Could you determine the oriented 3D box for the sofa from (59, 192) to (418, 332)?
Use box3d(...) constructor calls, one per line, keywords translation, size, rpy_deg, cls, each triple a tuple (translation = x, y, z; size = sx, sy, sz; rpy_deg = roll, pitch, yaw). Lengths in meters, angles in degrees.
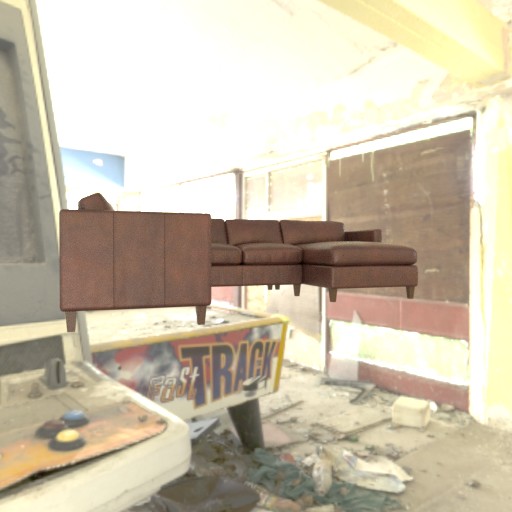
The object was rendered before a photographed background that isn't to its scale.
box3d(translation=(0.000, 0.000, 4.335), size=(3.324, 0.891, 2.452), rpy_deg=(0, 1, -19), cls="sofa")
